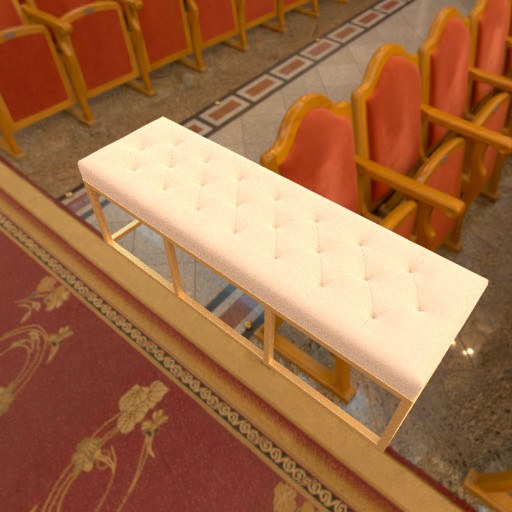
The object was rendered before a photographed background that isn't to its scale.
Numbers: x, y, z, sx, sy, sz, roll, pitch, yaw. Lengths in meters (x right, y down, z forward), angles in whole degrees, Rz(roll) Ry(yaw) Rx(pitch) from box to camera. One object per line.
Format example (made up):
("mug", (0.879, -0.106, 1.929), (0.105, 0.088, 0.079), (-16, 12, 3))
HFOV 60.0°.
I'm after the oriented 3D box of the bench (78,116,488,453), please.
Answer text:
("bench", (0.000, 0.000, 1.703), (1.473, 0.484, 0.457), (32, 55, 26))
